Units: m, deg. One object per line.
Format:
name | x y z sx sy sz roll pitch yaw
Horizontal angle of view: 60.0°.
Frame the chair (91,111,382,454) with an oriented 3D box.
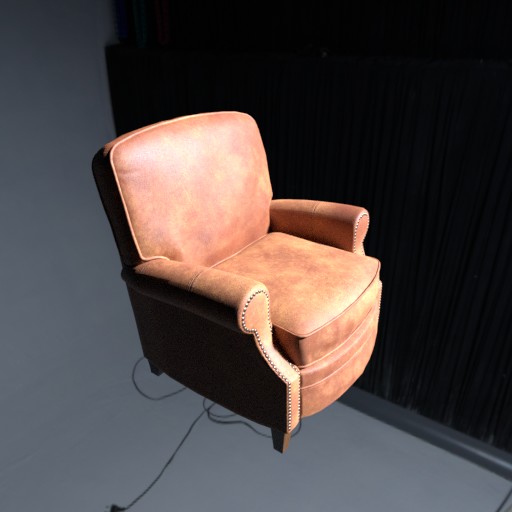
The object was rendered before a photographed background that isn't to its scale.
chair | 0.000 0.000 1.768 0.986 1.018 0.936 18 32 31
